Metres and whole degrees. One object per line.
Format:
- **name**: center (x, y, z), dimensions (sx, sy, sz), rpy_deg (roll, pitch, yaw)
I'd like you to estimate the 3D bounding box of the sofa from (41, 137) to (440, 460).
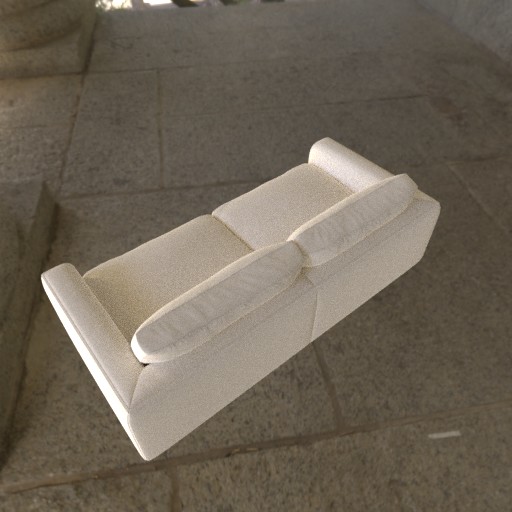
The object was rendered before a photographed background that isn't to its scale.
- **sofa**: center (0.000, 0.000, 2.742), dimensions (2.262, 0.801, 1.070), rpy_deg (-30, 54, -26)
